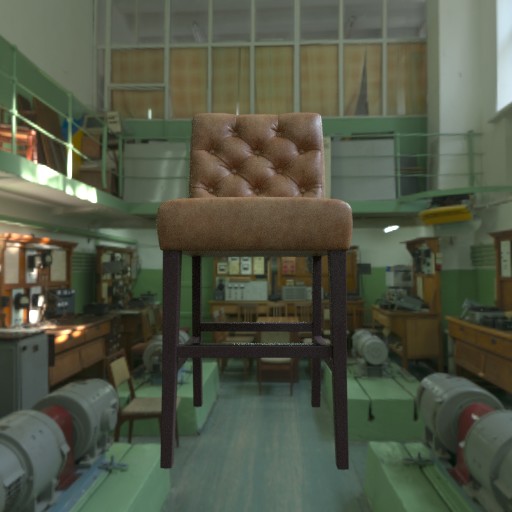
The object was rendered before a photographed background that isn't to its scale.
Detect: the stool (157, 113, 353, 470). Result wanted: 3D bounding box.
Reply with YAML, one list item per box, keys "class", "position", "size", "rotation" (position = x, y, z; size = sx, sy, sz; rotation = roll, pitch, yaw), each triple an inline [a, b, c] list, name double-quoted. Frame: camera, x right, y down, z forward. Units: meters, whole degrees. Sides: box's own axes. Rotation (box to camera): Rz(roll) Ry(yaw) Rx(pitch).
- class: "stool"
  position: [0.000, 0.000, 1.364]
  size: [0.493, 1.047, 0.601]
  rotation: [0, -1, 1]
